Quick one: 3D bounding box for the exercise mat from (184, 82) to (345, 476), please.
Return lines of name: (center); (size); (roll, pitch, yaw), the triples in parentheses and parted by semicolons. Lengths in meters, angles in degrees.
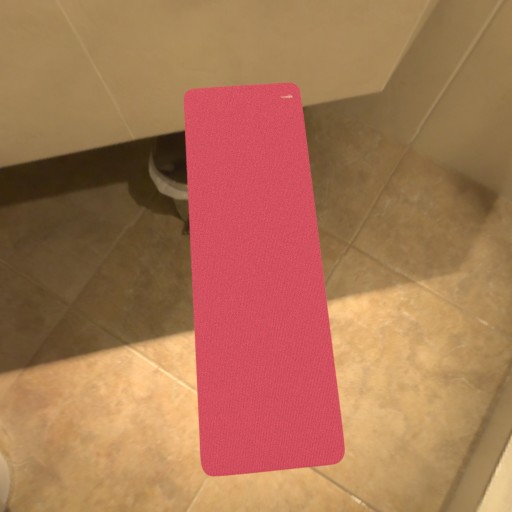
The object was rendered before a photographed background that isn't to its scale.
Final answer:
exercise mat: (0.000, 0.000, 2.111); (0.616, 0.021, 1.884); (-5, 75, -1)
